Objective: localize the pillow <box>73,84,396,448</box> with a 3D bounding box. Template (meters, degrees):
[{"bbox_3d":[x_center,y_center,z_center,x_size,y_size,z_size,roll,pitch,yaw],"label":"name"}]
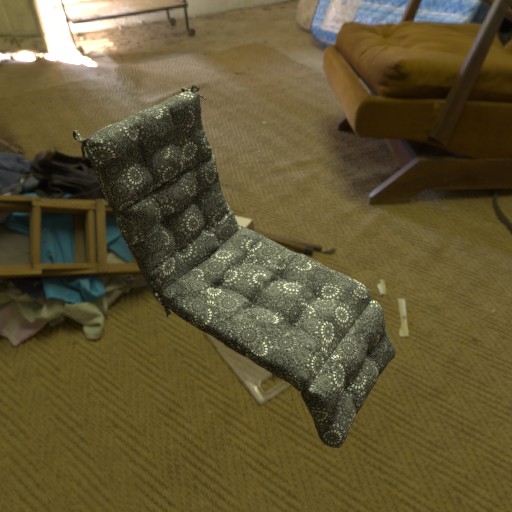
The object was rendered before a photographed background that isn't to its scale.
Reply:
[{"bbox_3d":[0.000,0.000,1.532,1.016,0.863,0.526,26,47,26],"label":"pillow"}]
